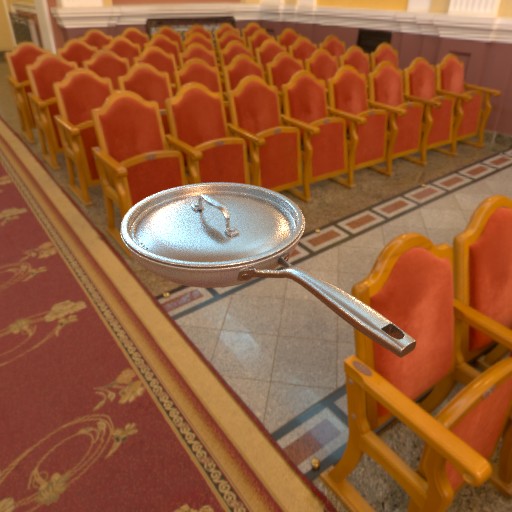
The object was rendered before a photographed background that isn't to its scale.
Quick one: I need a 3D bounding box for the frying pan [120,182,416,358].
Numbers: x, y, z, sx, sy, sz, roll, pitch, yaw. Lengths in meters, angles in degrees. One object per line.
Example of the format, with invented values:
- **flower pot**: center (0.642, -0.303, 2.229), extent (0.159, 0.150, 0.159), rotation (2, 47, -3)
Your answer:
- **frying pan**: center (0.000, 0.000, 0.595), extent (0.272, 0.086, 0.490), rotation (-21, 37, -30)
